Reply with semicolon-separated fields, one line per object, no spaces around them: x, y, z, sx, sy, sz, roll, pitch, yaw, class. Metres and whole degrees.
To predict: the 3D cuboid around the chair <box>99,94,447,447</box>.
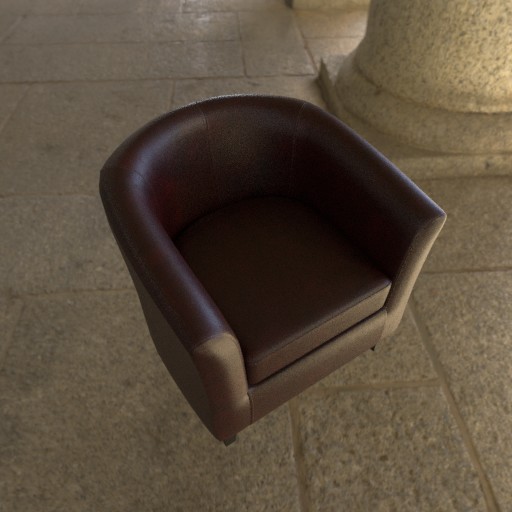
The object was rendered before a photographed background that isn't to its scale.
0.000;0.000;1.415;0.792;0.756;0.727;-25;51;-22;chair
